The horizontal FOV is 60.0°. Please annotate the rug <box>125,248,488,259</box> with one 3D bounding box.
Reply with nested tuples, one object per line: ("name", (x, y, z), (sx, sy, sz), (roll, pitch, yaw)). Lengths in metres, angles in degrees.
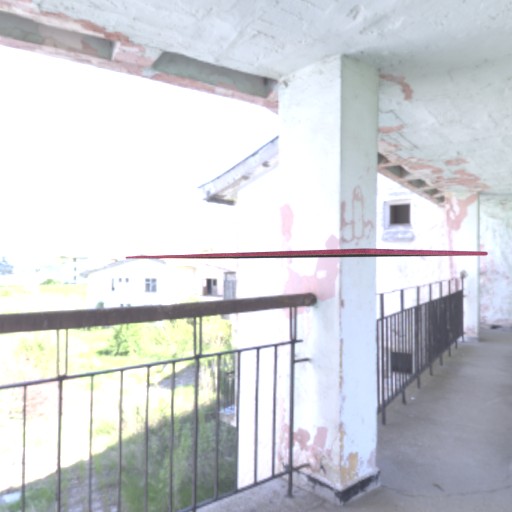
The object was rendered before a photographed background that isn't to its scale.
("rug", (0.000, 0.000, 2.734), (0.813, 0.018, 2.439), (1, -1, -35))
